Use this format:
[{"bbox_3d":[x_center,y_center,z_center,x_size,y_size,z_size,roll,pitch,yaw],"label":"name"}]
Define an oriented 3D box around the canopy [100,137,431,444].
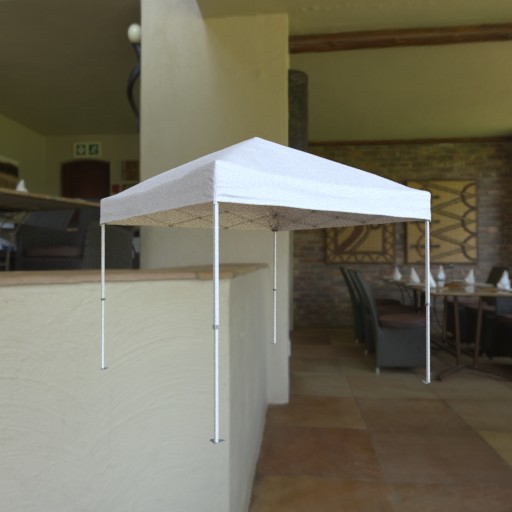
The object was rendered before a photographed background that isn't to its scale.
[{"bbox_3d":[0.000,0.000,5.582,2.998,2.997,2.996,0,0,-36],"label":"canopy"}]
